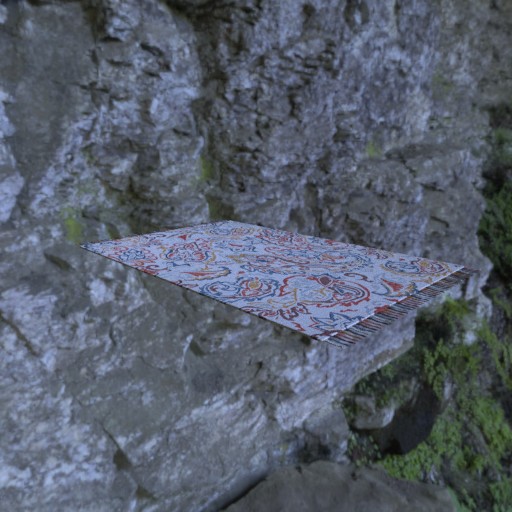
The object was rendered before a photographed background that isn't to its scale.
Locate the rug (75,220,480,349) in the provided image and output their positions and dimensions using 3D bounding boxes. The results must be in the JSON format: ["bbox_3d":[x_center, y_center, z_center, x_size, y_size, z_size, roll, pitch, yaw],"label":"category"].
[{"bbox_3d":[0.000,0.000,2.492,1.997,0.010,1.218,15,21,43],"label":"rug"}]
